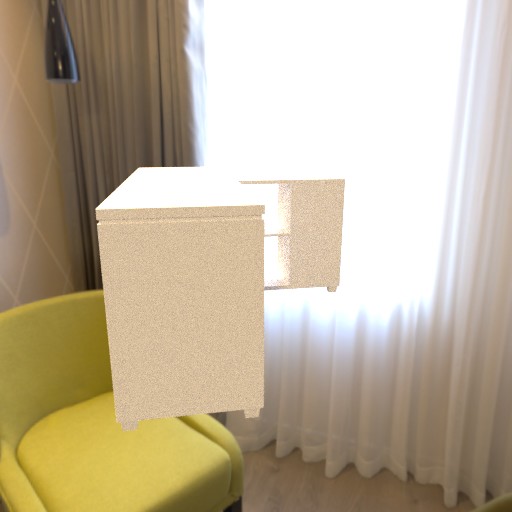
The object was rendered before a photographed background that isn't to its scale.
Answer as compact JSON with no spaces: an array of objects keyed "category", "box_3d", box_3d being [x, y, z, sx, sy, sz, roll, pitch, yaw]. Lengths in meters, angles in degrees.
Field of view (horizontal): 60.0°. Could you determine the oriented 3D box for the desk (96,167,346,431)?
[{"category":"desk","box_3d":[0.000,0.000,2.201,1.199,0.759,1.524,-3,16,-9]}]
